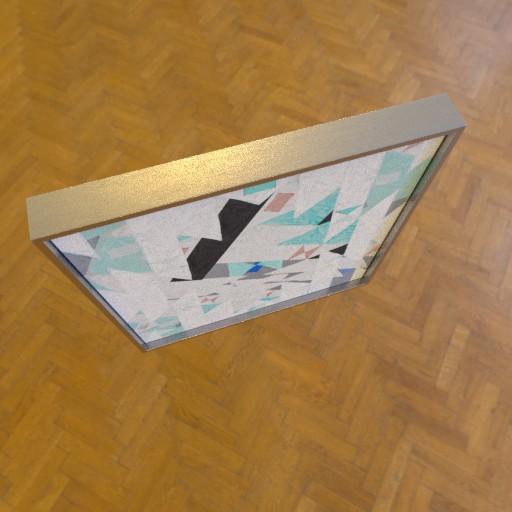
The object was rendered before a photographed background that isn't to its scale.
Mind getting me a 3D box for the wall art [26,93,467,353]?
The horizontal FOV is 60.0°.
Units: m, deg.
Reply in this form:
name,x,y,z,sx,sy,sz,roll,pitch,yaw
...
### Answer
name,x,y,z,sx,sy,sz,roll,pitch,yaw
wall art,0.000,0.000,0.504,0.350,0.350,0.038,-16,66,-8
